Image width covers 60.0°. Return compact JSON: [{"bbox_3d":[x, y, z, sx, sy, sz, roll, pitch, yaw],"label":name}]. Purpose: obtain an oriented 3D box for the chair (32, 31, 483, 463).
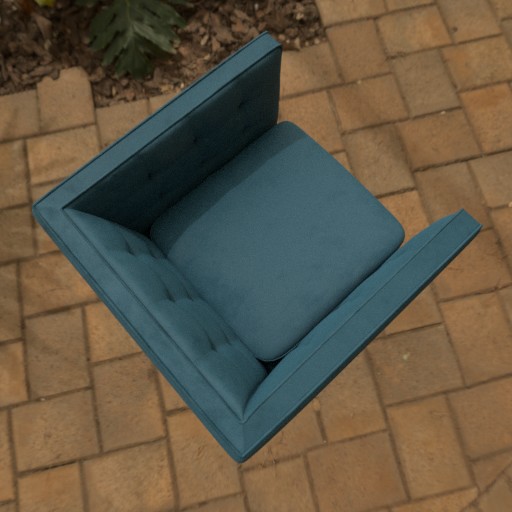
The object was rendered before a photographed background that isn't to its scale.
[{"bbox_3d":[0.000,0.000,1.537,0.894,0.790,0.880,-41,78,-11],"label":"chair"}]
